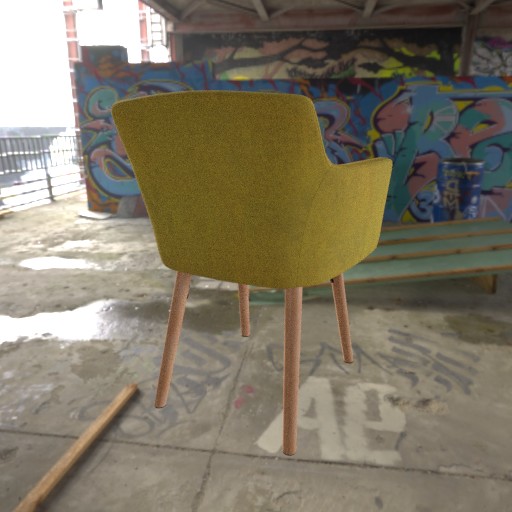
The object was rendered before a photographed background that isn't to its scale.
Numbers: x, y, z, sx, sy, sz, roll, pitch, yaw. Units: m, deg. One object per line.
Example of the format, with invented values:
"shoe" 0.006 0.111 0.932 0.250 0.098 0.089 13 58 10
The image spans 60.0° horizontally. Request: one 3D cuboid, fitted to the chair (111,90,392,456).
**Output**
"chair" 0.000 0.000 1.158 0.570 0.780 0.570 9 18 27
